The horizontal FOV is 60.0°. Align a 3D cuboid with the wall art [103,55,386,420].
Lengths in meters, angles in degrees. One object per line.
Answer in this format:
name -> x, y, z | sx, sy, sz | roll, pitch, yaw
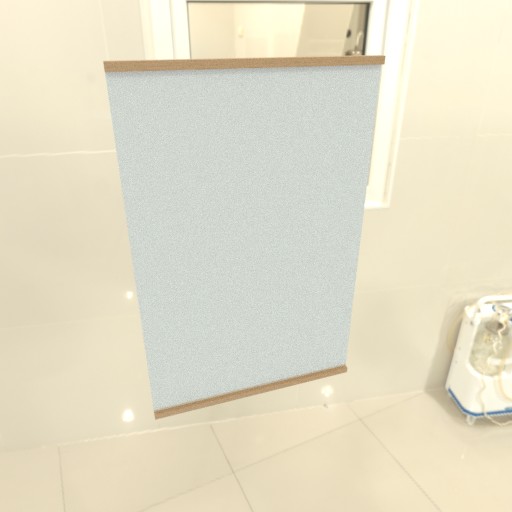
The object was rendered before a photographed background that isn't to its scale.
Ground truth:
wall art -> 0.000, 0.000, 0.625 | 0.335, 0.510, 0.013 | -9, 29, -17
